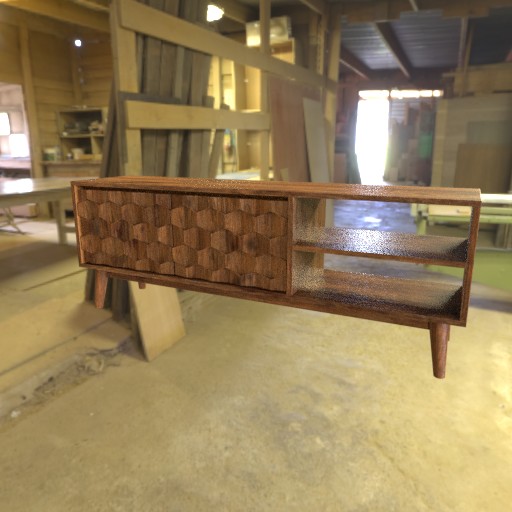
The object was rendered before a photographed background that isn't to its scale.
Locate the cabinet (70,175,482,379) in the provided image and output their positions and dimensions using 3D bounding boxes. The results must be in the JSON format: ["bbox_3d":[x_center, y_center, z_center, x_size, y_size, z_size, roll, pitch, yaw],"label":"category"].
[{"bbox_3d":[0.000,0.000,1.655,1.448,0.528,0.349,7,16,25],"label":"cabinet"}]
